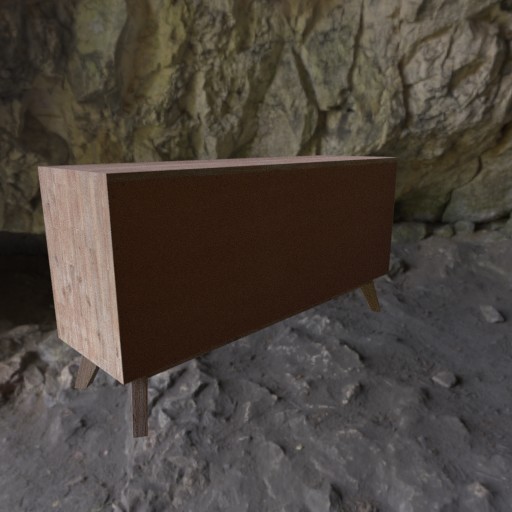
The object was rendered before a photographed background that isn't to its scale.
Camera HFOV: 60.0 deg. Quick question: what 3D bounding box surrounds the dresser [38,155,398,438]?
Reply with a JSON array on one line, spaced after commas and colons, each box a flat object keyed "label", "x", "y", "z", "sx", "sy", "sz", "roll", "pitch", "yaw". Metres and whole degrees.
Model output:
[{"label": "dresser", "x": 0.000, "y": 0.000, "z": 1.918, "sx": 0.455, "sy": 0.805, "sz": 1.554, "roll": 14, "pitch": 20, "yaw": 43}]
